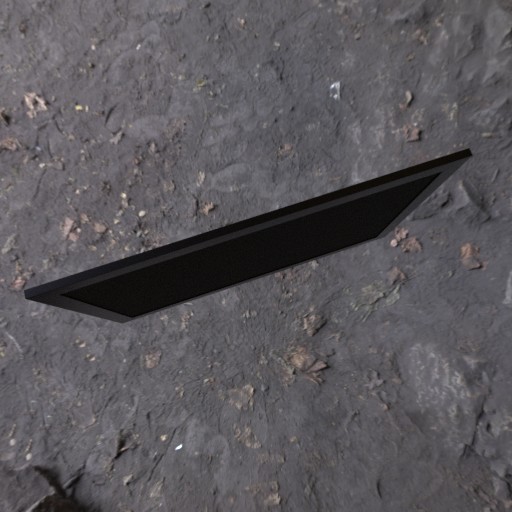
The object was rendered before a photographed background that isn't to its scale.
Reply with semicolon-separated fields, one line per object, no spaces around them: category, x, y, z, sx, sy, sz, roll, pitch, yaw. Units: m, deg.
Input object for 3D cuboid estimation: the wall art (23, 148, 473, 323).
wall art;0.000;0.000;0.839;0.660;0.447;0.013;-18;78;-4
